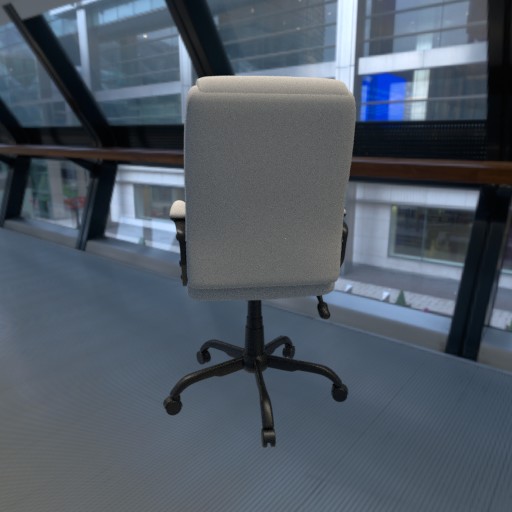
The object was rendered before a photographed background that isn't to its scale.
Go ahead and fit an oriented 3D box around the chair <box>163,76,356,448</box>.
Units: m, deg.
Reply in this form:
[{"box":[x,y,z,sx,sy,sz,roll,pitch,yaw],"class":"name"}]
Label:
[{"box":[0.000,0.000,1.505,0.663,1.065,0.669,-2,14,-8],"class":"chair"}]
